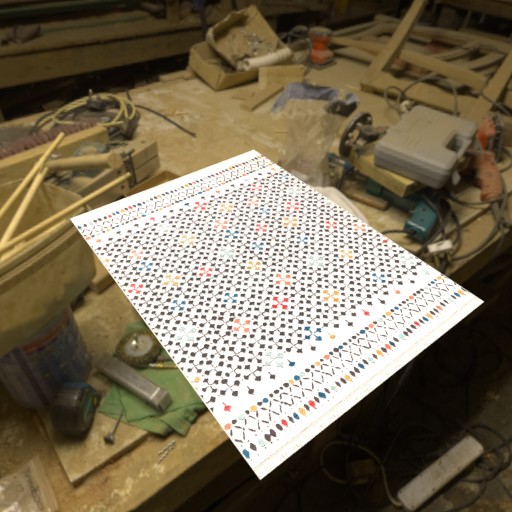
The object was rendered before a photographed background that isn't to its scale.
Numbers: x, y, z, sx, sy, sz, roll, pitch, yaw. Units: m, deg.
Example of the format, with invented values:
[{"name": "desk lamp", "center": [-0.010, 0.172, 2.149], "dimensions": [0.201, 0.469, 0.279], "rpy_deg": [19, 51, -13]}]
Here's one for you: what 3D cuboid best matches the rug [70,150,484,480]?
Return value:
[{"name": "rug", "center": [0.000, 0.000, 4.116], "dimensions": [2.354, 0.007, 3.196], "rpy_deg": [-27, 49, -26]}]
